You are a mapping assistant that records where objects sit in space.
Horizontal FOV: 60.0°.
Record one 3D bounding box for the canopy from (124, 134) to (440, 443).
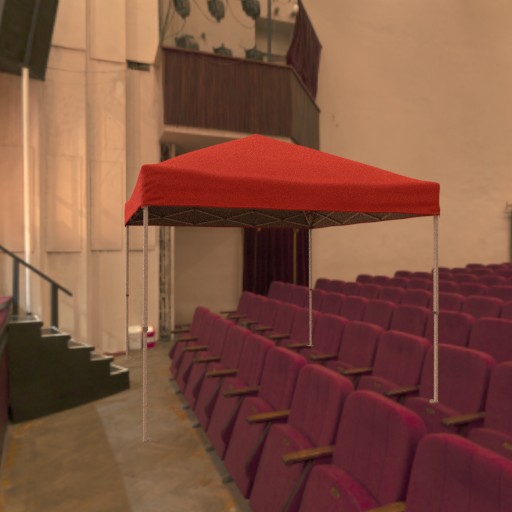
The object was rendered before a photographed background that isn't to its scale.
[{"bbox_3d":[0.000,0.000,5.466,2.996,2.997,2.998,0,1,-19],"label":"canopy"}]
